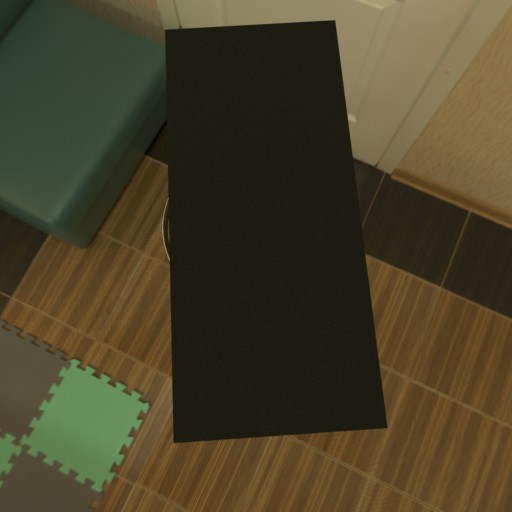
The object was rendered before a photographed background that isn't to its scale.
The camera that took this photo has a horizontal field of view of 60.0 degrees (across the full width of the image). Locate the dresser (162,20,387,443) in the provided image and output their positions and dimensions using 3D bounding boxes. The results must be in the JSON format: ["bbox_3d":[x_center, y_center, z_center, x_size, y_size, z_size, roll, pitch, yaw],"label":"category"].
[{"bbox_3d":[0.000,0.000,1.122,0.360,0.720,0.750,-4,76,-1],"label":"dresser"}]
